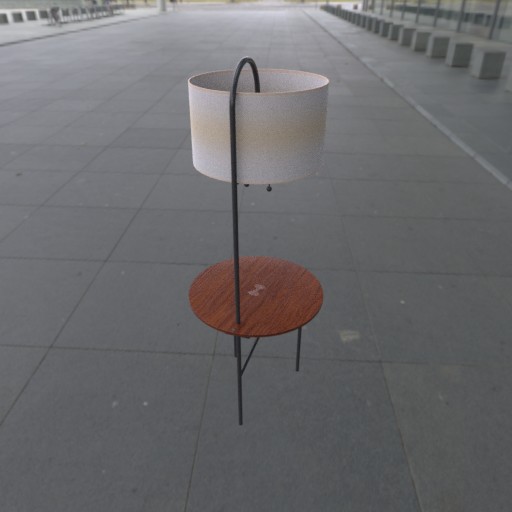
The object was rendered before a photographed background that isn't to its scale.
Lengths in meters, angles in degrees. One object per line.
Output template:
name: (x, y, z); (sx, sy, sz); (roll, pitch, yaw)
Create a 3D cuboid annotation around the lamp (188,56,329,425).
lamp: (0.000, 0.000, 1.811); (0.573, 1.517, 0.573); (0, 31, 0)
